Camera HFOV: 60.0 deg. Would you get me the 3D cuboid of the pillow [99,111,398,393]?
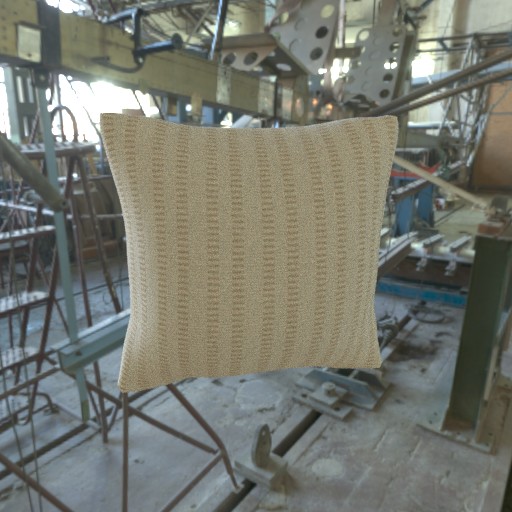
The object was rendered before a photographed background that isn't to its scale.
[{"bbox_3d":[0.000,0.000,0.681,0.438,0.419,0.247,-3,15,-10],"label":"pillow"}]
